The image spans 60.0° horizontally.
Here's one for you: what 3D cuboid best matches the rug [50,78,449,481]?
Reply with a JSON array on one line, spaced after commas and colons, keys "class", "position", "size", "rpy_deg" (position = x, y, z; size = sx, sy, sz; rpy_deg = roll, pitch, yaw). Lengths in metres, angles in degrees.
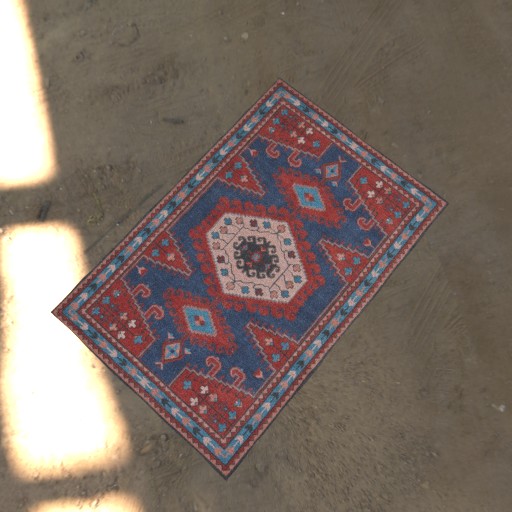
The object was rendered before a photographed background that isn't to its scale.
[{"class": "rug", "position": [0.000, 0.000, 2.325], "size": [1.207, 0.012, 1.820], "rpy_deg": [40, 79, 9]}]
